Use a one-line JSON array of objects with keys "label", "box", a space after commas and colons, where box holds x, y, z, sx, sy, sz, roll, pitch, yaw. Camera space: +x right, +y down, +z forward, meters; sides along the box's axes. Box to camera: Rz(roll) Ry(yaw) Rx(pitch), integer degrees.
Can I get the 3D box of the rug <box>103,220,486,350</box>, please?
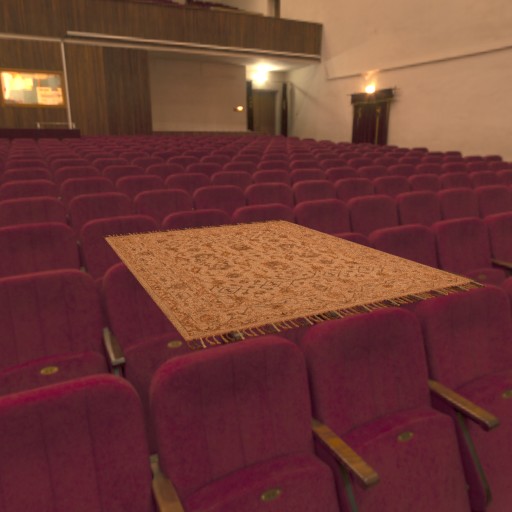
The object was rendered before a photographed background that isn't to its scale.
[{"label": "rug", "box": [0.000, 0.000, 2.293, 1.278, 0.009, 1.726, -7, 17, -26]}]
